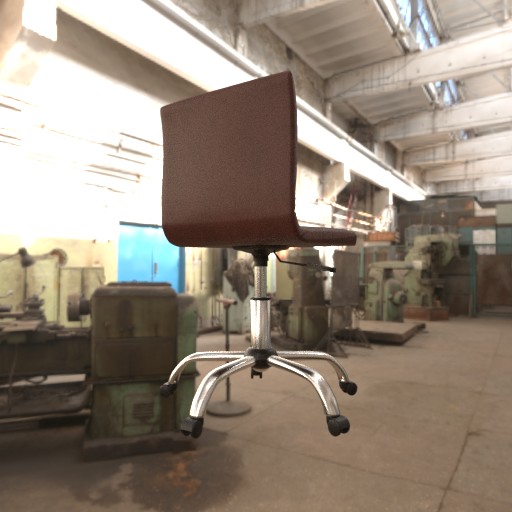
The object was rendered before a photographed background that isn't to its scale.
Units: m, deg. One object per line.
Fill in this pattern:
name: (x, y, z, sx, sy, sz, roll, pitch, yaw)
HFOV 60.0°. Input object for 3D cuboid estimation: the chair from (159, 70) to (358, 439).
chair: (0.000, 0.000, 1.158, 0.556, 0.780, 0.530, -1, -2, 34)
